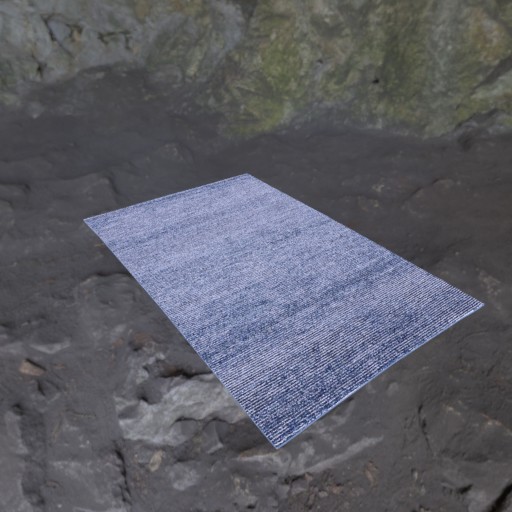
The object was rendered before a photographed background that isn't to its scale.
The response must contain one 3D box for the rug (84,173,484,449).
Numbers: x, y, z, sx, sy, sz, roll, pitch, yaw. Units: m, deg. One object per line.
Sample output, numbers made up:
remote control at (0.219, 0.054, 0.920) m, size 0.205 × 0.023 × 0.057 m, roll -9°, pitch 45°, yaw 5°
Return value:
rug at (0.000, 0.000, 2.208) m, size 1.145 × 0.021 × 1.777 m, roll -22°, pitch 39°, yaw -29°
